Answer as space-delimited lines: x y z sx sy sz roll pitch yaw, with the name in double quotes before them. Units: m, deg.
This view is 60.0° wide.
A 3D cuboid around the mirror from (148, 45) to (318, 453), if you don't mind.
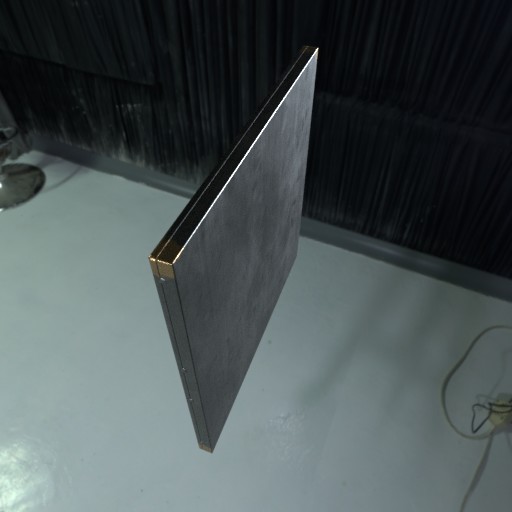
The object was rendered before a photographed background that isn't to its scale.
"mirror" 0.000 0.000 0.570 0.020 0.381 0.382 16 50 14
